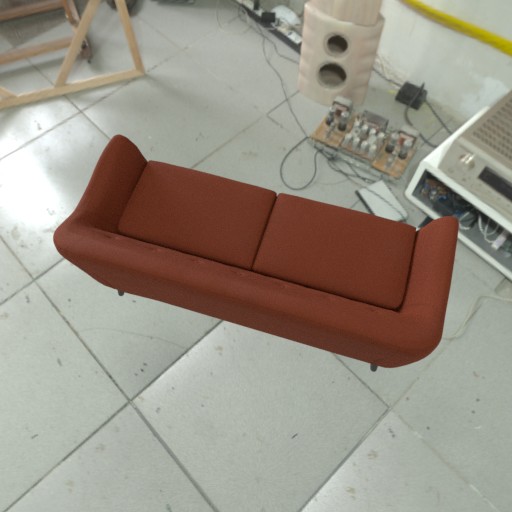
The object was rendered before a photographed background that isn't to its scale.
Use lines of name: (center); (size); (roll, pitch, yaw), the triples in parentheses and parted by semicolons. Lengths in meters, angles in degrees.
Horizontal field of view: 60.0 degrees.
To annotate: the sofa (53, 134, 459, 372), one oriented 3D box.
sofa: (0.000, 0.000, 2.258); (1.840, 0.836, 0.820); (15, 64, 8)
